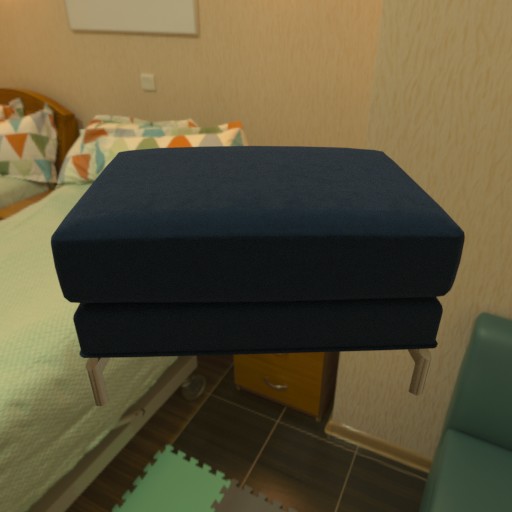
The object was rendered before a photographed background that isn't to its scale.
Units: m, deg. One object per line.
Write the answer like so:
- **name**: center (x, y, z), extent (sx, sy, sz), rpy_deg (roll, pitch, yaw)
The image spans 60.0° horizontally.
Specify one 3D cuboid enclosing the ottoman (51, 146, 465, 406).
- **ottoman**: center (0.000, 0.000, 1.208), extent (0.835, 0.498, 0.587), rpy_deg (-1, 29, -2)
